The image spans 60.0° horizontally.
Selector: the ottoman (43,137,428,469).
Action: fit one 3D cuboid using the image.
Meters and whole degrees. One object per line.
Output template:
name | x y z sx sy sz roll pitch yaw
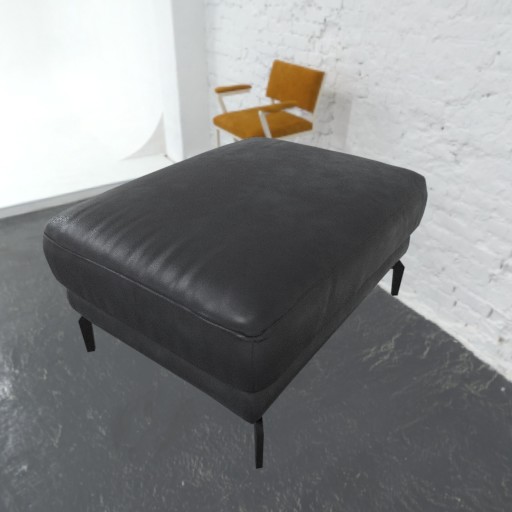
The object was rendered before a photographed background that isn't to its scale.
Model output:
ottoman | 0.000 0.000 1.072 0.570 0.402 0.764 21 37 31
